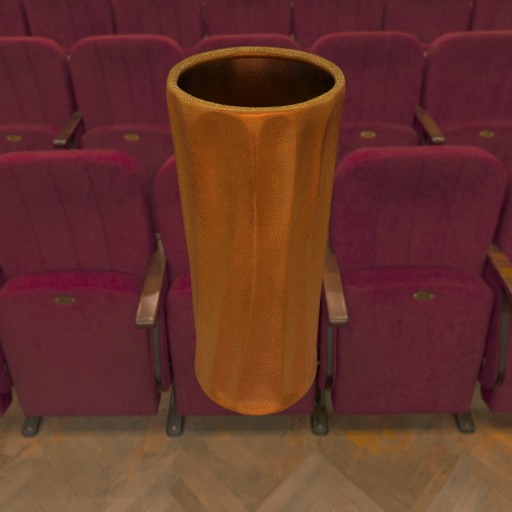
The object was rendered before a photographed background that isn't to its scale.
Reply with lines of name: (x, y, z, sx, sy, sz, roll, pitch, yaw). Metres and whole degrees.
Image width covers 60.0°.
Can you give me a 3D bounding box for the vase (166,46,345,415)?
vase: (0.000, 0.000, 0.177, 0.061, 0.143, 0.061, 0, 42, 0)
